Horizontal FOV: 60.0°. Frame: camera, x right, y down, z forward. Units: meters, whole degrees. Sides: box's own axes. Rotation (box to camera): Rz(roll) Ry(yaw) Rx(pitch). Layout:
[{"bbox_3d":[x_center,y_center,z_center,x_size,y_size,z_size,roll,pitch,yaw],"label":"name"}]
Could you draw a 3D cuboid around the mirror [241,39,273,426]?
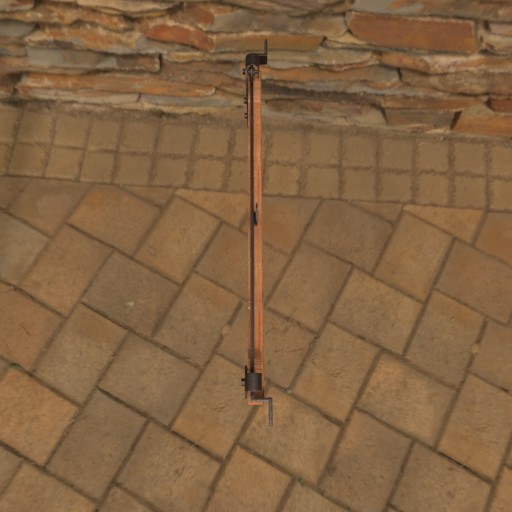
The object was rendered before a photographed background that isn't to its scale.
[{"bbox_3d":[0.000,0.000,1.198,0.054,0.800,0.805,0,74,0],"label":"mirror"}]
